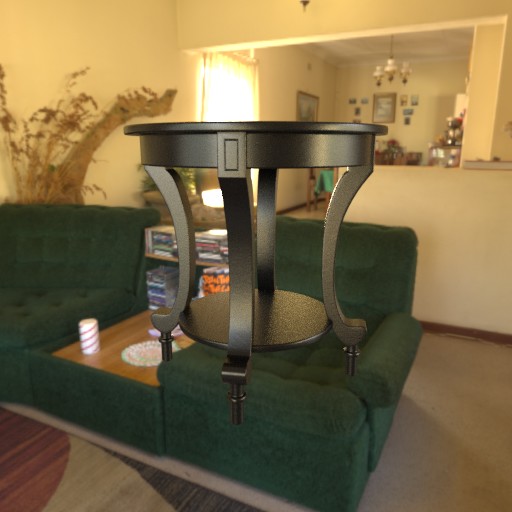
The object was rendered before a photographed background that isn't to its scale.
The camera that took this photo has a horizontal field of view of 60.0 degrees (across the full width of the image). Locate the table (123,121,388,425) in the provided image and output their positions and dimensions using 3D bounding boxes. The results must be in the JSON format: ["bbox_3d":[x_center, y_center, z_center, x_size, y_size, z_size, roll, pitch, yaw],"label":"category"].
[{"bbox_3d":[0.000,0.000,1.112,0.597,0.618,0.597,0,14,0],"label":"table"}]
